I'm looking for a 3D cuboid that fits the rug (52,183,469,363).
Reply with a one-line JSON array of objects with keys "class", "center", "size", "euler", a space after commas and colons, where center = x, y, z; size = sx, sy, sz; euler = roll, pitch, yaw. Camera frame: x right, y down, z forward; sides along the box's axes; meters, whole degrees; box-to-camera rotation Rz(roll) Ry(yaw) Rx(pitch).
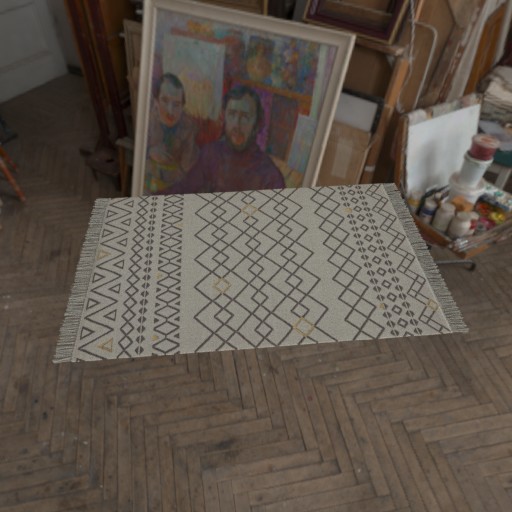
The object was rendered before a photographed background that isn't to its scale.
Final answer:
[{"class": "rug", "center": [0.000, 0.000, 3.106], "size": [2.472, 0.035, 1.495], "euler": [-4, 46, -3]}]
